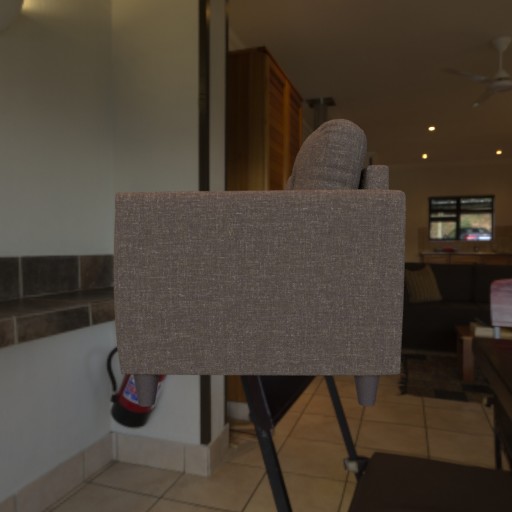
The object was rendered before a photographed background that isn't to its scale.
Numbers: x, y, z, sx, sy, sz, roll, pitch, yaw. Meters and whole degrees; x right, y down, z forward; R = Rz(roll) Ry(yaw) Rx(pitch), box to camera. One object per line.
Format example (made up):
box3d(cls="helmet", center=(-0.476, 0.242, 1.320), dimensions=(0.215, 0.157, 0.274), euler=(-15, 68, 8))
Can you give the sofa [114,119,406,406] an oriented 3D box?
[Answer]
box3d(cls="sofa", center=(0.000, 0.000, 1.953), dimensions=(0.851, 0.885, 1.423), euler=(0, 1, 0))
